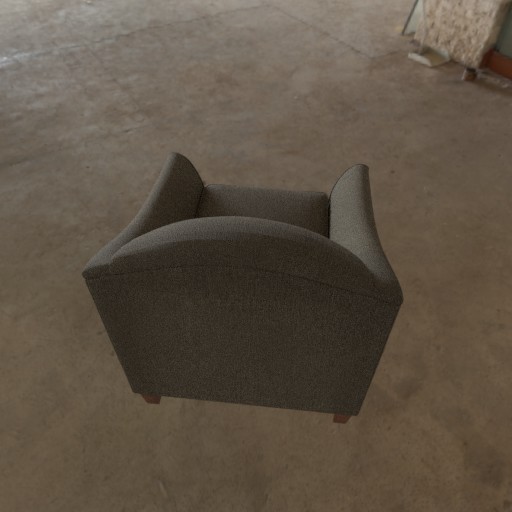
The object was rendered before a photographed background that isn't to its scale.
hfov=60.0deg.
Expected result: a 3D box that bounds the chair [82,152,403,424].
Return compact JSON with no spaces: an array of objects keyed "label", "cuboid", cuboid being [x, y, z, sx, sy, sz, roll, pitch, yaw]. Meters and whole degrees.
[{"label":"chair","cuboid":[0.000,0.000,1.494,0.763,0.839,0.787,4,46,4]}]
